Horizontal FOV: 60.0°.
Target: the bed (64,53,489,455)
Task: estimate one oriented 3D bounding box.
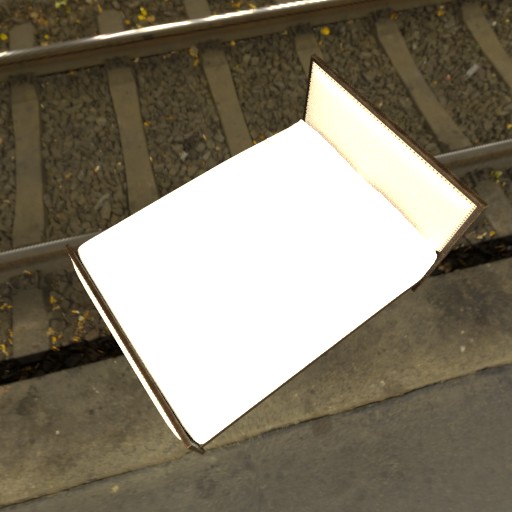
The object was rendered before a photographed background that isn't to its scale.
[{"bbox_3d":[0.000,0.000,3.184,2.221,1.313,1.607,-33,68,-15],"label":"bed"}]
